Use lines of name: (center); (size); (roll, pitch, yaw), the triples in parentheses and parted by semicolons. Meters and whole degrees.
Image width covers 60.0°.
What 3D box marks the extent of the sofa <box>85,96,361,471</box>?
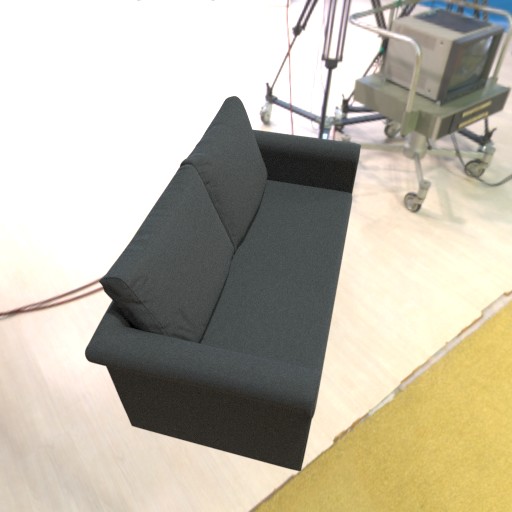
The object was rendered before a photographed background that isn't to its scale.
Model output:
sofa: (0.000, 0.000, 1.954); (0.741, 0.872, 1.460); (11, 46, 10)
